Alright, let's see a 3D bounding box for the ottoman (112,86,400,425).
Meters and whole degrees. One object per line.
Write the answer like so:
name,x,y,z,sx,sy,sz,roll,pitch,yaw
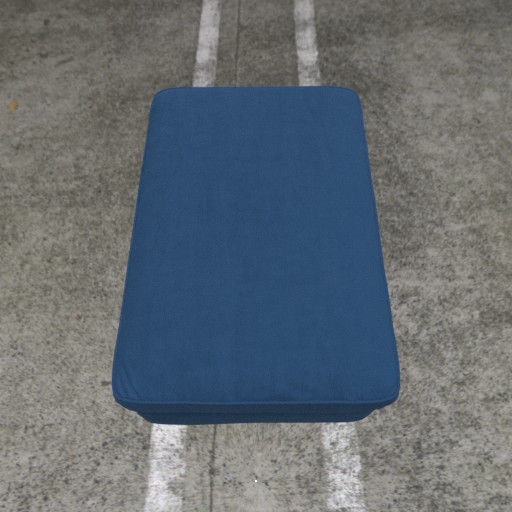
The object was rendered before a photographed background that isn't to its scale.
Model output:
ottoman,0.000,0.000,1.220,0.583,0.484,0.862,0,63,0
